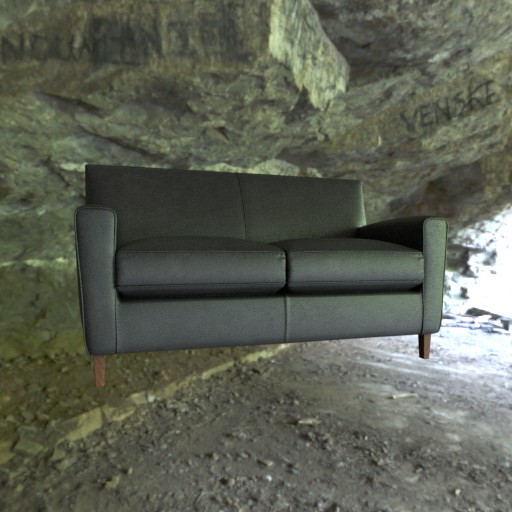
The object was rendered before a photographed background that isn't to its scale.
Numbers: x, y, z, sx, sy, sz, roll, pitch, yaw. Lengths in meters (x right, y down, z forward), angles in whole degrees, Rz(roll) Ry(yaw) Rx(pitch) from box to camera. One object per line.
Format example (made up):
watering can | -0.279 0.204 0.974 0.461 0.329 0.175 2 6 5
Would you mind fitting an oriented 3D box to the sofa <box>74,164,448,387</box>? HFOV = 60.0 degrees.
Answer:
sofa | 0.000 0.000 1.988 1.473 0.871 0.787 0 0 -18
